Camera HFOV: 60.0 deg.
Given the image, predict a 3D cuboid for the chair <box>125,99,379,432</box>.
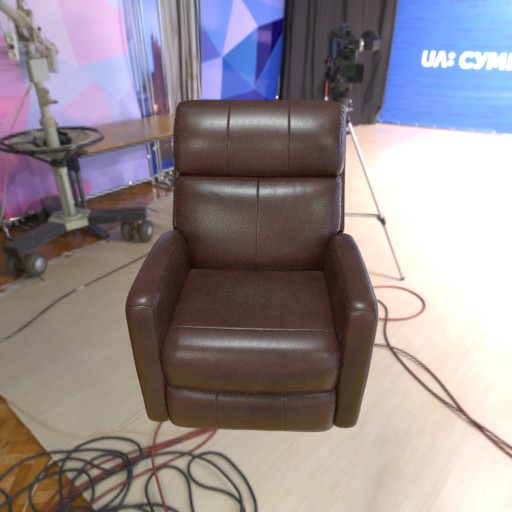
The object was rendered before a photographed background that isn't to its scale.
[{"bbox_3d":[0.000,0.000,1.702,0.787,1.016,0.939,1,30,2],"label":"chair"}]
